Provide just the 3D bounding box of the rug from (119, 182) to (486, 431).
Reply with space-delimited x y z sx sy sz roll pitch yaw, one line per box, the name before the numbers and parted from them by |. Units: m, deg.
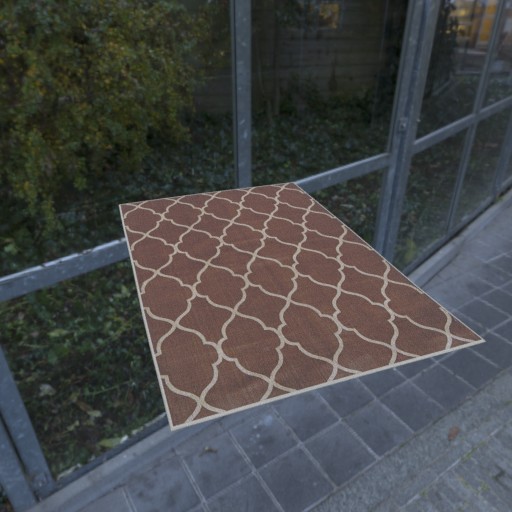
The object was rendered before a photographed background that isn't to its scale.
rug | 0.000 0.000 2.838 1.528 0.014 2.294 -10 31 -17
